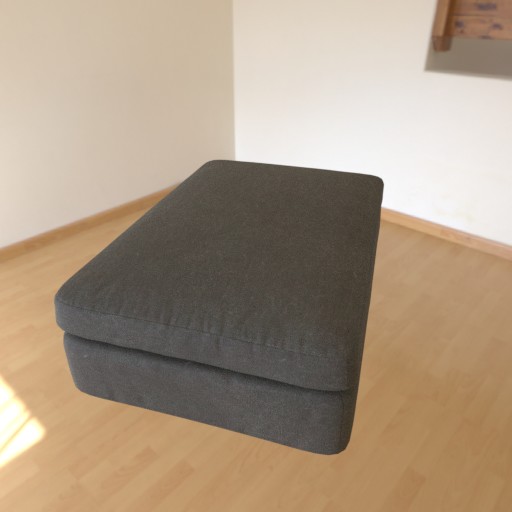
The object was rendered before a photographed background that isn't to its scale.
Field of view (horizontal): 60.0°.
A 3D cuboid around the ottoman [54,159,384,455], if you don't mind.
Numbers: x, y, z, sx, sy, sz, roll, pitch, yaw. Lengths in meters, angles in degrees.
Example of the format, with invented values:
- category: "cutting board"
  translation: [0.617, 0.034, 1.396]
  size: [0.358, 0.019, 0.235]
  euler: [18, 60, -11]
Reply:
- category: "ottoman"
  translation: [0.000, 0.000, 1.615]
  size: [0.840, 0.429, 1.199]
  euler: [9, 32, 14]
